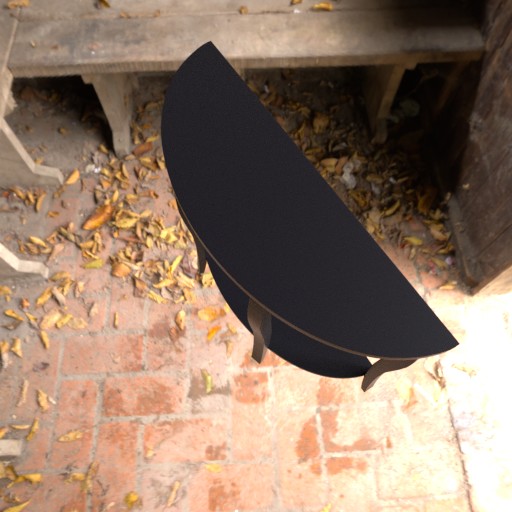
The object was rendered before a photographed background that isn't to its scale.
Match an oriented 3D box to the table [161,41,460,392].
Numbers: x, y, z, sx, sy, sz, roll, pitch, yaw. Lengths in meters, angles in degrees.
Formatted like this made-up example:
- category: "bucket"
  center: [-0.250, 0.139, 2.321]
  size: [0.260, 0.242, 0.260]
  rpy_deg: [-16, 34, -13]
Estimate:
- category: "table"
  center: [0.000, 0.000, 1.588]
  size: [0.394, 0.780, 1.219]
  rpy_deg: [-29, 68, -13]
